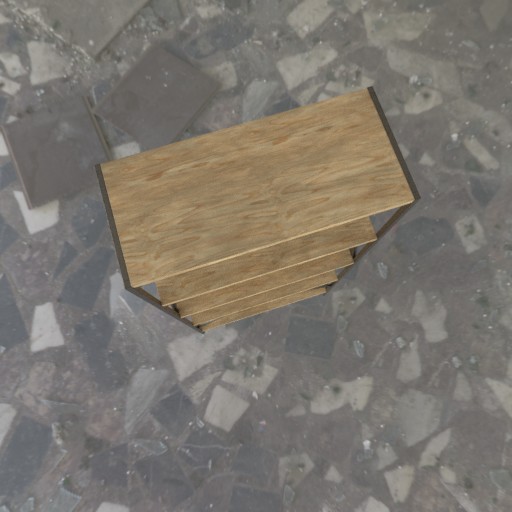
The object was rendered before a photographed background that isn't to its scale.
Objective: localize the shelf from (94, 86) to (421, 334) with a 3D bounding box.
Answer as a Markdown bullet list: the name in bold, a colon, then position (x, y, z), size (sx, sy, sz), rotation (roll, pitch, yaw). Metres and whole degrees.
- **shelf**: position (0.000, 0.000, 2.162), size (0.874, 1.803, 0.386), rotation (-17, 77, -4)
